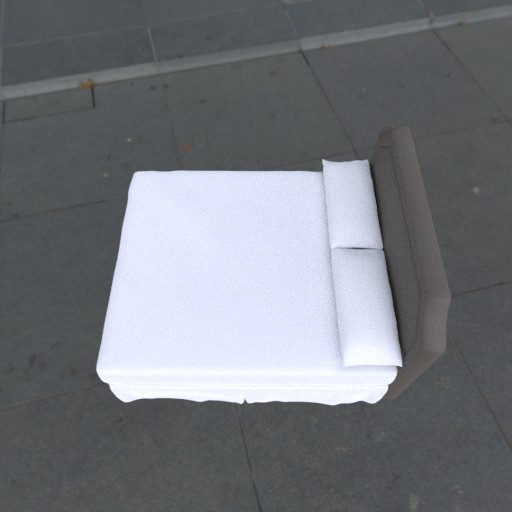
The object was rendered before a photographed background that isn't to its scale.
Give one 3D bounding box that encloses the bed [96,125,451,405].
[{"bbox_3d":[0.000,0.000,3.885,2.536,1.561,2.194,0,59,0],"label":"bed"}]
